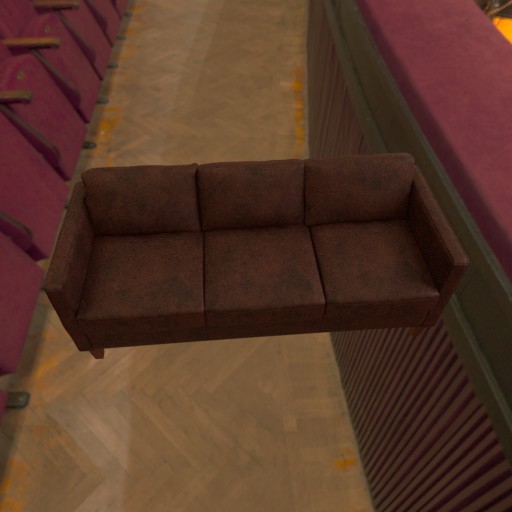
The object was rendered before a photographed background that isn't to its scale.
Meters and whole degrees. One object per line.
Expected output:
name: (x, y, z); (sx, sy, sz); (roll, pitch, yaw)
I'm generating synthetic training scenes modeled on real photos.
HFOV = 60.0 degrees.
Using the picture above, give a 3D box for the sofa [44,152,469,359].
sofa: (0.000, 0.000, 3.043); (2.464, 1.006, 1.045); (-3, 48, -3)
